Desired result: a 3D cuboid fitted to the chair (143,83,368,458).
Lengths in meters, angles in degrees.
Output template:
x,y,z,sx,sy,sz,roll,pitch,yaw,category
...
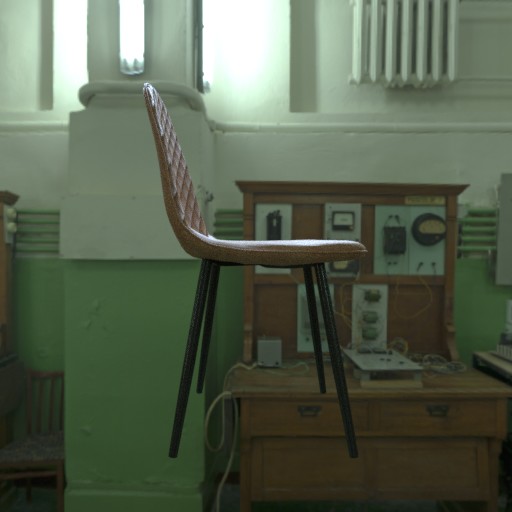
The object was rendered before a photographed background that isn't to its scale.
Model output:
x,y,z,sx,sy,sz,roll,pitch,yaw,category
0.000,0.000,1.203,0.561,0.889,0.472,0,0,0,chair
